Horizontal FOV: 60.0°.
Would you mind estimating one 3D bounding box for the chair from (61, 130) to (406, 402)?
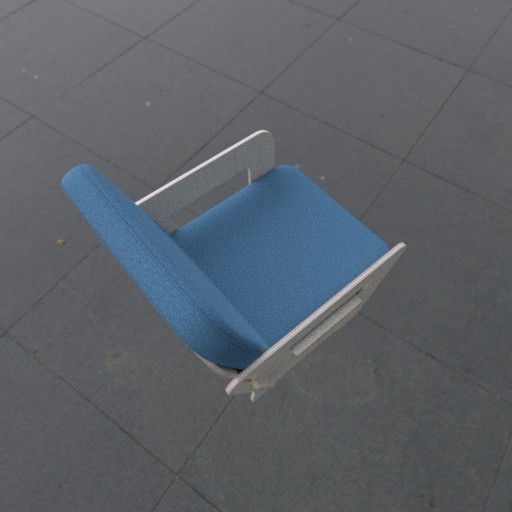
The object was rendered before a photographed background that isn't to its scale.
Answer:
[{"bbox_3d":[0.000,0.000,1.182,0.657,0.747,0.547,-35,65,-20],"label":"chair"}]
